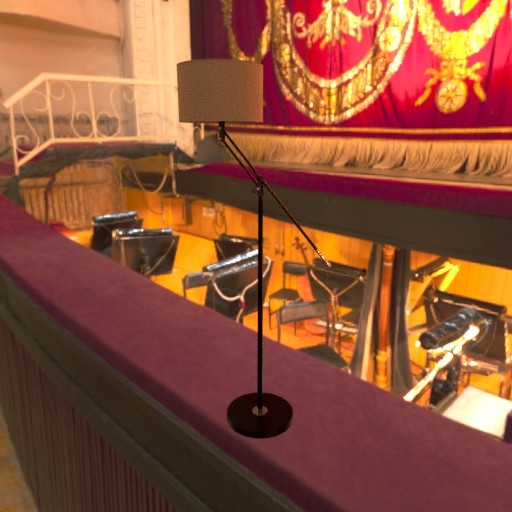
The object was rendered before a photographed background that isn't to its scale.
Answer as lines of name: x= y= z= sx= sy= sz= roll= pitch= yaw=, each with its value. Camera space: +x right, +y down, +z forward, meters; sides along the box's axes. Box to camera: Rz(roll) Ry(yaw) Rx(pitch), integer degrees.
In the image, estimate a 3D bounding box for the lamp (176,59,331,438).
lamp: x=0.000 y=0.000 z=1.986 sx=0.809 sy=1.635 sz=0.373 roll=15 pitch=21 yaw=43
